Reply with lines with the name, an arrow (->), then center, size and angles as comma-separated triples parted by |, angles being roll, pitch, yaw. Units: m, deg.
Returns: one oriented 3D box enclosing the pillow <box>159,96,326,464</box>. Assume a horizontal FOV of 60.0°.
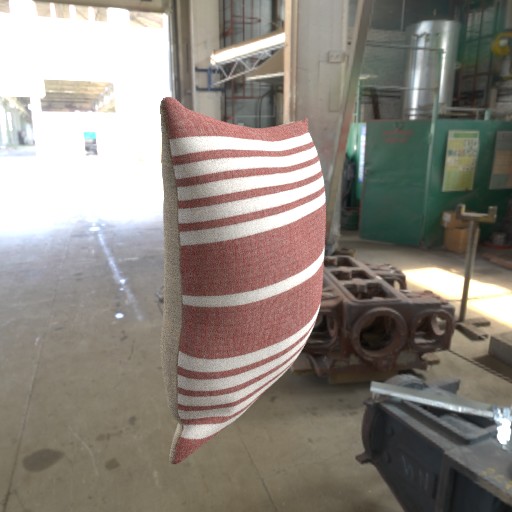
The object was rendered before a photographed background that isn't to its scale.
pillow -> 0.000, 0.000, 0.671 | 0.182, 0.427, 0.439 | 7, 17, 25
